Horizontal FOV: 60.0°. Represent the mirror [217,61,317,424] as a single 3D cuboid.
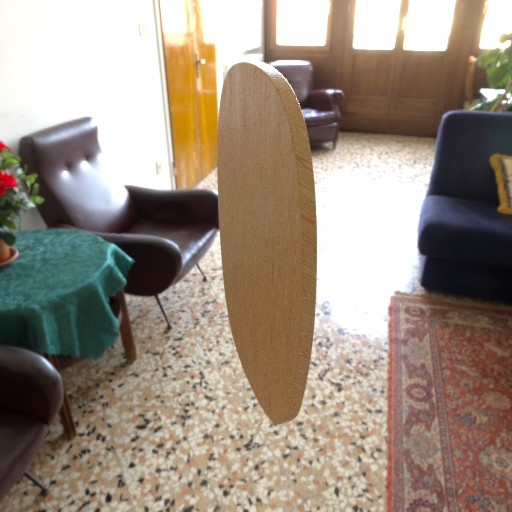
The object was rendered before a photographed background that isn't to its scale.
[{"bbox_3d":[0.000,0.000,1.339,0.037,1.075,0.724,-10,30,-17],"label":"mirror"}]
